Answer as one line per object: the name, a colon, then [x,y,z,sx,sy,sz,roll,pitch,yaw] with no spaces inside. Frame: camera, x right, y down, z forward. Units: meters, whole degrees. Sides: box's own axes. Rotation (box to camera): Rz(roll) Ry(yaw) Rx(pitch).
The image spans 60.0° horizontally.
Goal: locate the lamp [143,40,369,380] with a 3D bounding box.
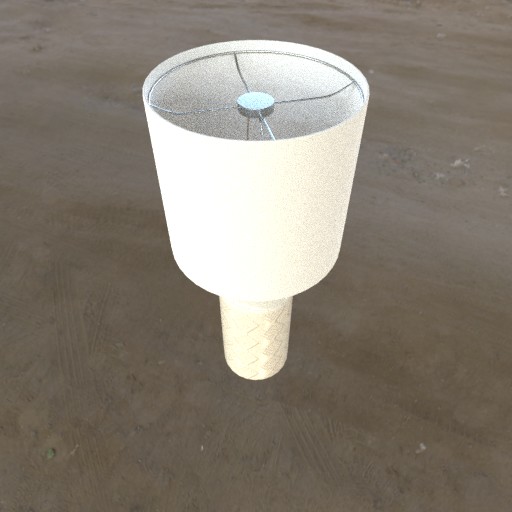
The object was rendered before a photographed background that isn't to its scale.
lamp: [0.000,0.000,0.574,0.207,0.461,0.207,-10,47,-10]
